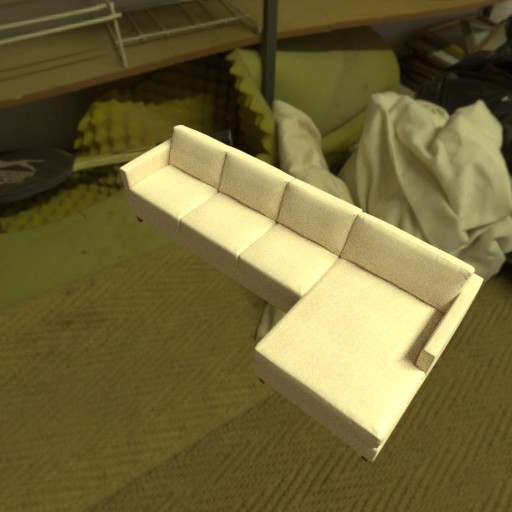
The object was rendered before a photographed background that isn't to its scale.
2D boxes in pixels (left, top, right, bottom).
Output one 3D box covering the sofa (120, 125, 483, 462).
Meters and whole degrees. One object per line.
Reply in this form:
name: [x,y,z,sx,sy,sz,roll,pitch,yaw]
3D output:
sofa: [0.000,0.000,4.075,3.471,0.954,1.603,31,54,26]
